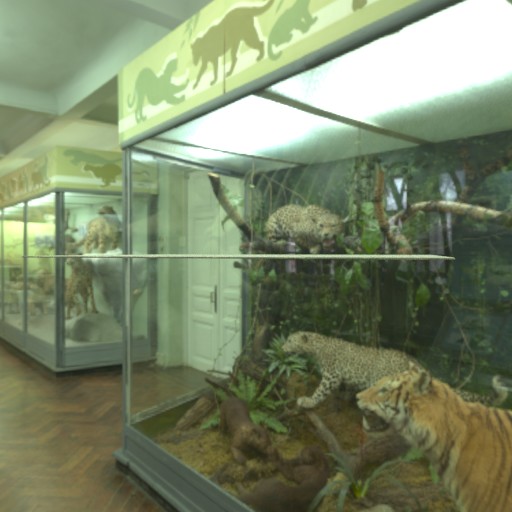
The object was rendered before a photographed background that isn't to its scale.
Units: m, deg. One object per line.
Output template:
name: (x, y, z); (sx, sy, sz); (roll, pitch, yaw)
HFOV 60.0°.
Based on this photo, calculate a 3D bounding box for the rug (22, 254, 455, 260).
rug: (0.000, 0.000, 4.359); (3.353, 0.013, 2.438); (0, 1, 19)
